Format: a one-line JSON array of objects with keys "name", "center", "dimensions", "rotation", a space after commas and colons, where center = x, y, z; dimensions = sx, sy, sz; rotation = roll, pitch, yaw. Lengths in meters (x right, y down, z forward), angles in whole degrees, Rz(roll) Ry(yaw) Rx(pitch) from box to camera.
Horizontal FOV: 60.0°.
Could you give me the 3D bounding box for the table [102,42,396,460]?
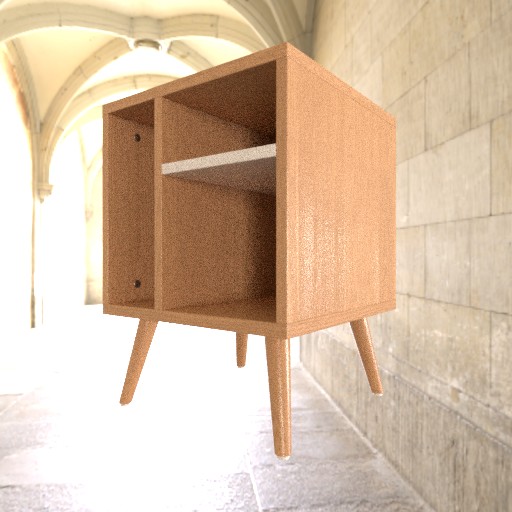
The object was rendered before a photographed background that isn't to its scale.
[{"name": "table", "center": [0.000, 0.000, 0.846], "dimensions": [0.400, 0.550, 0.400], "rotation": [0, 0, 37]}]
